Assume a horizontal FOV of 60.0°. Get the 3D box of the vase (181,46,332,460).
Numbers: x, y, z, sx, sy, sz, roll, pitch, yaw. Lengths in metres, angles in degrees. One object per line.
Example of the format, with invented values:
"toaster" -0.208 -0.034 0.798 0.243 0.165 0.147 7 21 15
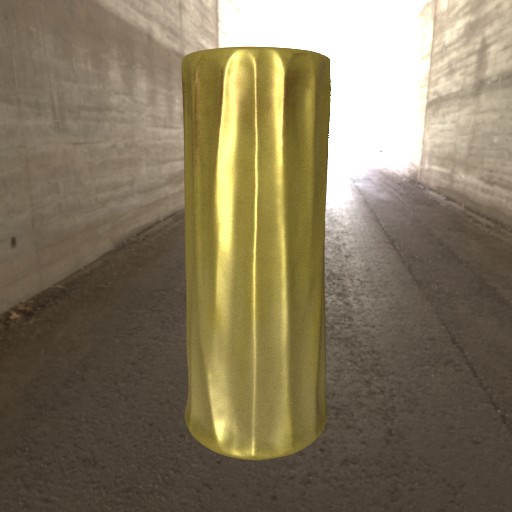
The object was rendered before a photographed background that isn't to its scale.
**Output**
"vase" 0.000 0.000 0.175 0.061 0.143 0.061 0 15 0
